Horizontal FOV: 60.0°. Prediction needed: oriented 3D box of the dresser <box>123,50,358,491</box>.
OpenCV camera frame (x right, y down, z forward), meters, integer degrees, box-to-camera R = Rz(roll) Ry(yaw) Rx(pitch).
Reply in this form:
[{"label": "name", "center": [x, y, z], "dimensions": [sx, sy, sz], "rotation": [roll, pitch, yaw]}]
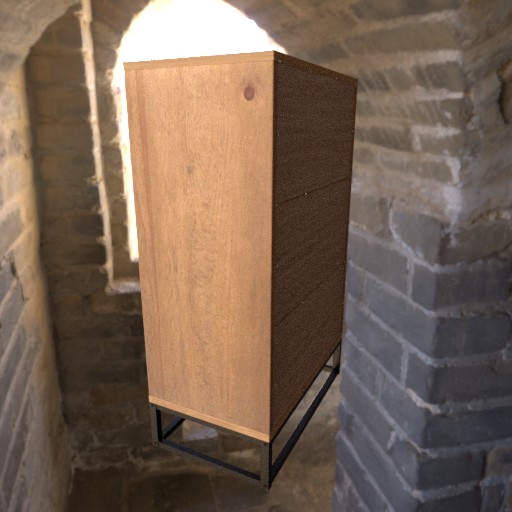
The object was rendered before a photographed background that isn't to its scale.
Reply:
[{"label": "dresser", "center": [0.000, 0.000, 1.607], "dimensions": [0.479, 1.240, 0.761], "rotation": [8, 18, 26]}]
